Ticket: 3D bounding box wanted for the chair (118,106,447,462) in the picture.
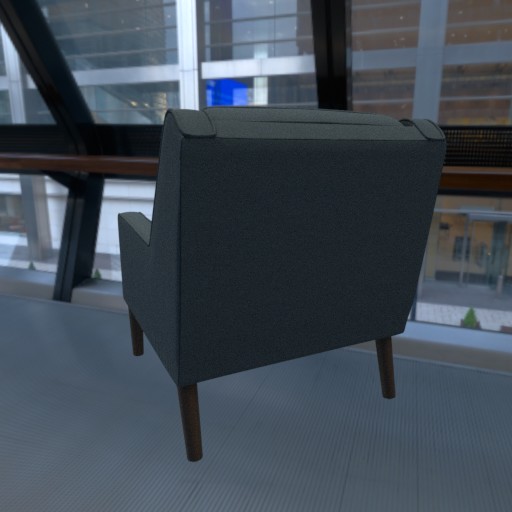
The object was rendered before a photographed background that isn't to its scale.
[{"bbox_3d":[0.000,0.000,1.286,0.663,0.780,0.733,-7,15,-26],"label":"chair"}]
